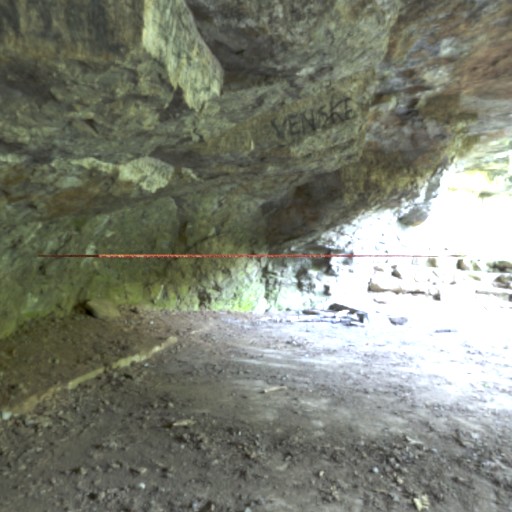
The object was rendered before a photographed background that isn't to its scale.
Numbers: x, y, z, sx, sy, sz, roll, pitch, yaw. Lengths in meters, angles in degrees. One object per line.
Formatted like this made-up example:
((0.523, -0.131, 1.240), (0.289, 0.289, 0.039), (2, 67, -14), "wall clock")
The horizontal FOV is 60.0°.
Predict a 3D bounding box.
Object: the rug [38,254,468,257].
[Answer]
((0.000, 0.000, 2.958), (2.442, 0.010, 1.531), (0, 0, -34), "rug")
